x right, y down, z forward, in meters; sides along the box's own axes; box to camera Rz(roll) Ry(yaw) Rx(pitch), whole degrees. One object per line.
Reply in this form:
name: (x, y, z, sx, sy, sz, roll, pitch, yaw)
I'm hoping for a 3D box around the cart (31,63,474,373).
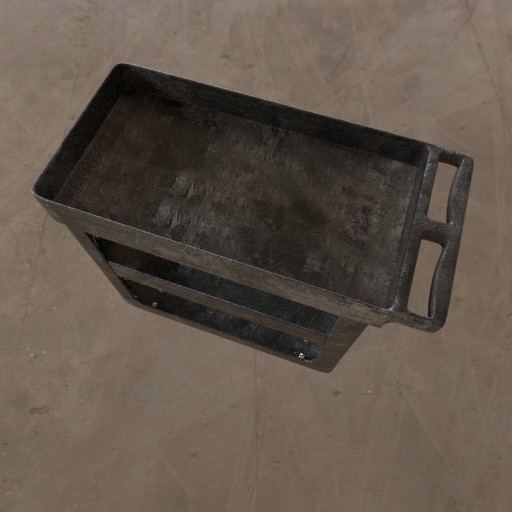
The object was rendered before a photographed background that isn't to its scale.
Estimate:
cart: (0.000, 0.000, 1.321, 0.877, 0.824, 0.420, 18, 66, 8)
